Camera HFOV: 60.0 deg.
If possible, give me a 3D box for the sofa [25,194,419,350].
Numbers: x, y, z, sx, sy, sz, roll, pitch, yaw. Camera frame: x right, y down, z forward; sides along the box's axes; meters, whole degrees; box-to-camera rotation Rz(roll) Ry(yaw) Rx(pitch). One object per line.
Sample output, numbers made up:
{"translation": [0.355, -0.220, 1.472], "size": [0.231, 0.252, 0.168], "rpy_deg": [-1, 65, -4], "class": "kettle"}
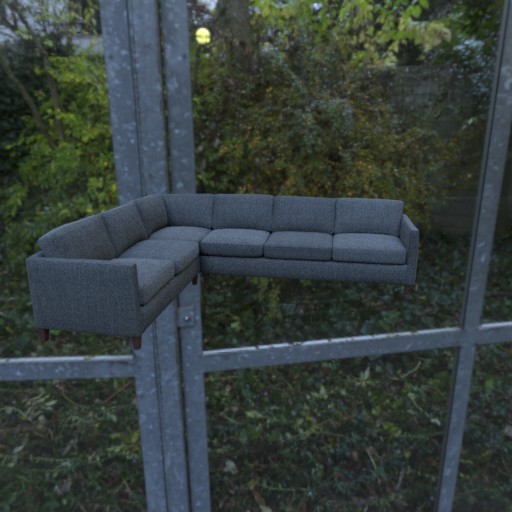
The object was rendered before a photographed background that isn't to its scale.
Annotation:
{"translation": [0.000, 0.000, 4.484], "size": [3.302, 0.947, 2.593], "rpy_deg": [3, 16, 9], "class": "sofa"}
